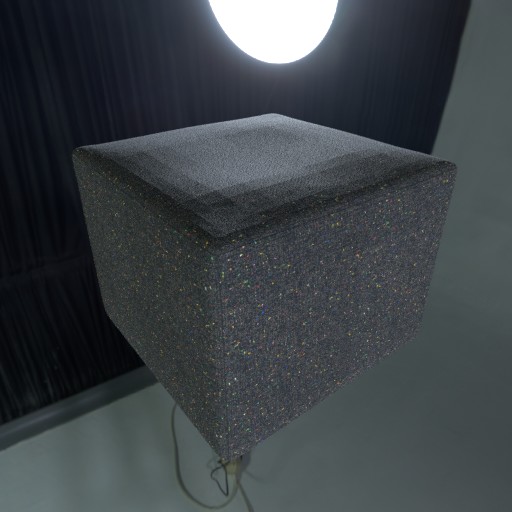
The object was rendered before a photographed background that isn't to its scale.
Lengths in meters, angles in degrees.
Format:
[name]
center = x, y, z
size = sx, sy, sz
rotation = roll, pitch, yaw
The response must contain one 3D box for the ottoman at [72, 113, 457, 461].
[ottoman]
center = 0.000, 0.000, 0.881
size = 0.508, 0.432, 0.508
rotation = -21, 36, -32
